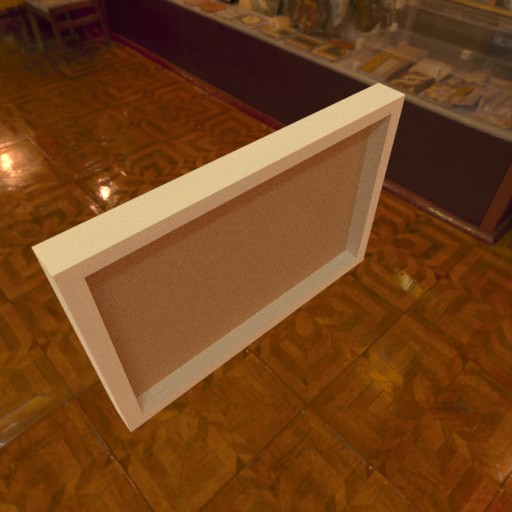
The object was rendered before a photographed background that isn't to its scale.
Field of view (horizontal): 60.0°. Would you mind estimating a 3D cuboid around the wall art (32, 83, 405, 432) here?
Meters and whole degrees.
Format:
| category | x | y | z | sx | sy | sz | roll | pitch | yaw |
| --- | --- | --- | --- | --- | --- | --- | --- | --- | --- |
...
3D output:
| category | x | y | z | sx | sy | sz | roll | pitch | yaw |
| --- | --- | --- | --- | --- | --- | --- | --- | --- | --- |
| wall art | 0.000 | 0.000 | 0.478 | 0.384 | 0.254 | 0.039 | -32 | 54 | -27 |
